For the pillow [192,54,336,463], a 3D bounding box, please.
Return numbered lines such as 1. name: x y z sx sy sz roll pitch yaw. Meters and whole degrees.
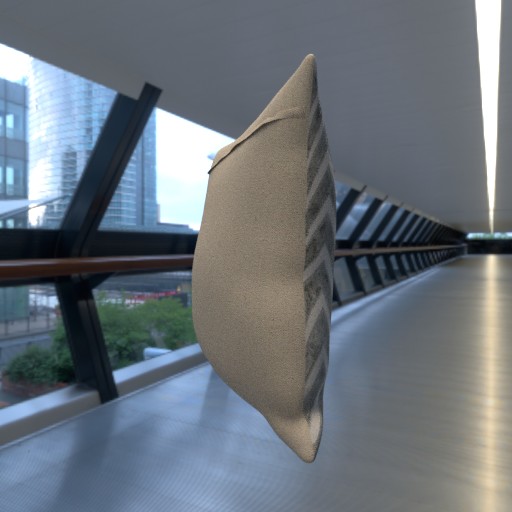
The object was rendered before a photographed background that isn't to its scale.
1. pillow: 0.000 0.000 0.677 0.182 0.441 0.440 0 0 -18
